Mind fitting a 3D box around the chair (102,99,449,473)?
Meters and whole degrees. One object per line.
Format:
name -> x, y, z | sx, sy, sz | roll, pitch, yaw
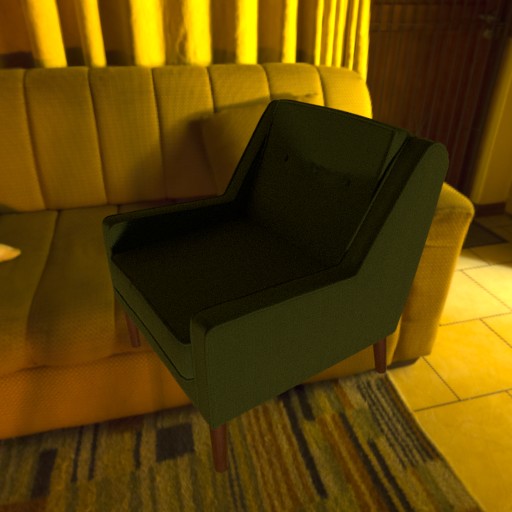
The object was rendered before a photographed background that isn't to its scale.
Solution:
chair -> 0.000, 0.000, 1.321 | 0.743, 0.792, 0.663 | -19, 35, -30
